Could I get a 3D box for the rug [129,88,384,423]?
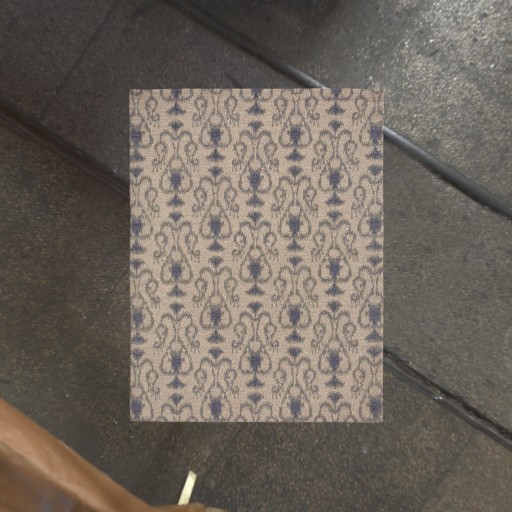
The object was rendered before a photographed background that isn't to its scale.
[{"bbox_3d":[0.000,0.000,4.256,2.437,0.015,3.205,0,91,1],"label":"rug"}]
